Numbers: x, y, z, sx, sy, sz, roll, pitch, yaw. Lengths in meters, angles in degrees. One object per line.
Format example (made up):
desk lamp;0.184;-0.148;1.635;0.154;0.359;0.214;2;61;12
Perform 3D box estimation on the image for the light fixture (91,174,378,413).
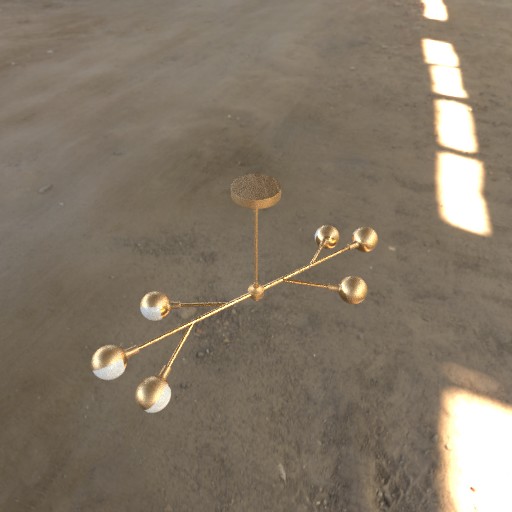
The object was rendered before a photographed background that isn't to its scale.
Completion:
light fixture;0.000;0.000;1.004;0.778;0.362;0.434;-12;41;-14
